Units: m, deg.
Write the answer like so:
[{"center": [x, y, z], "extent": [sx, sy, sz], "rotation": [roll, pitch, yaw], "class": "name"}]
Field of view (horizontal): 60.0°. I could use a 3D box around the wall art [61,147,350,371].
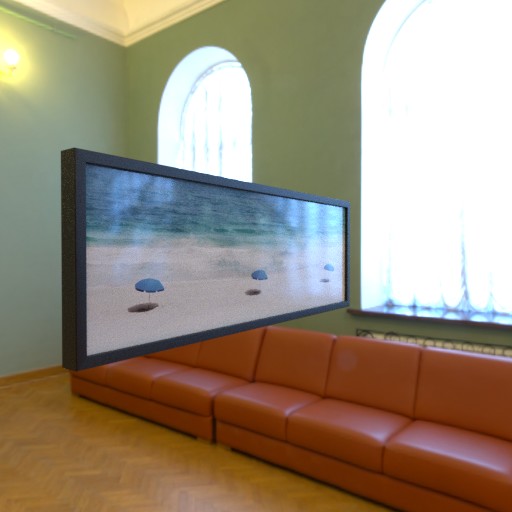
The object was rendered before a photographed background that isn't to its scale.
[{"center": [0.000, 0.000, 0.954], "extent": [0.037, 0.303, 0.860], "rotation": [1, 1, 37], "class": "wall art"}]
